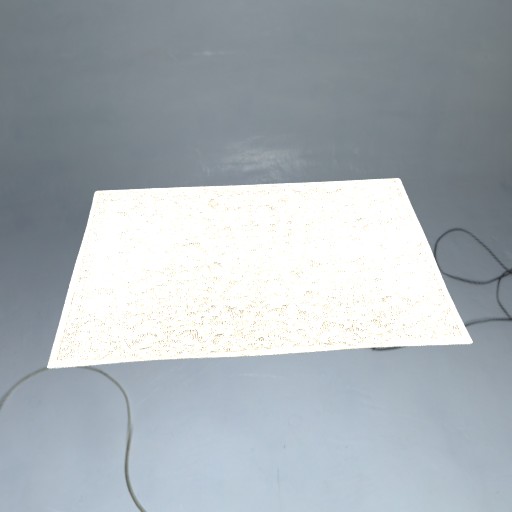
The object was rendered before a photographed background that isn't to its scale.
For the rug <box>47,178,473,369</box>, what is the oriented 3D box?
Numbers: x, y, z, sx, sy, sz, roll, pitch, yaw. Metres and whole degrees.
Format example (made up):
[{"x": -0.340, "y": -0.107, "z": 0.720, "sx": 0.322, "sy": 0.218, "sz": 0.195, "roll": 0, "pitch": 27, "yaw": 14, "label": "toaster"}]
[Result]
[{"x": 0.000, "y": 0.000, "z": 3.027, "sx": 2.435, "sy": 0.012, "sz": 1.529, "roll": -3, "pitch": 48, "yaw": -3, "label": "rug"}]
